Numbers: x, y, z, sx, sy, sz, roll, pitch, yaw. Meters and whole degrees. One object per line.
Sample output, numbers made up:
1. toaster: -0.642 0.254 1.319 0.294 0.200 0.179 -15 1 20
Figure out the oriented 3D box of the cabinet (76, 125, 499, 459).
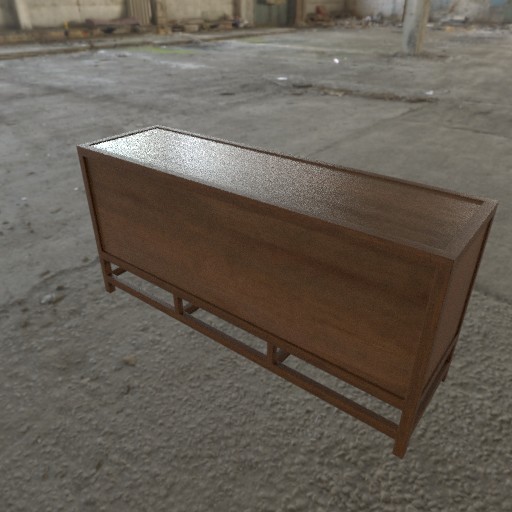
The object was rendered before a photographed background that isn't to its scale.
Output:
1. cabinet: 0.000 0.000 1.991 1.708 0.820 0.522 21 36 32
